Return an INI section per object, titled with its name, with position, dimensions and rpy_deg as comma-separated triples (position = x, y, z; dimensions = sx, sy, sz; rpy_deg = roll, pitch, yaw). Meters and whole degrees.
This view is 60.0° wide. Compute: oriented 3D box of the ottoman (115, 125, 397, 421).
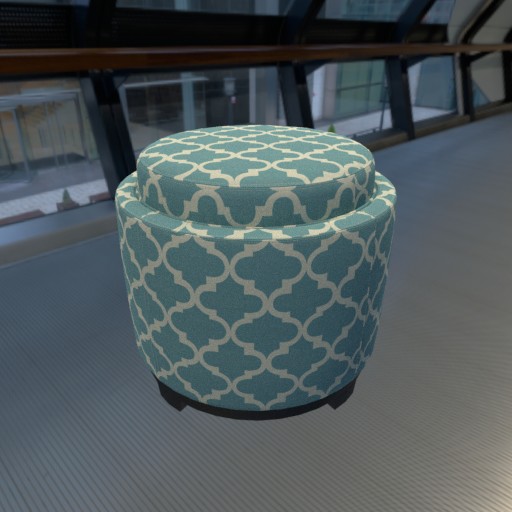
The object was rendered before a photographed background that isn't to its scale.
[ottoman]
position = 0.000, 0.000, 0.835
dimensions = 0.480, 0.429, 0.480
rpy_deg = 0, 27, 0
